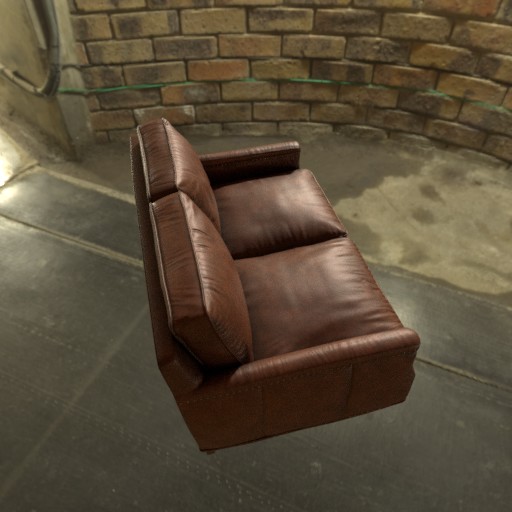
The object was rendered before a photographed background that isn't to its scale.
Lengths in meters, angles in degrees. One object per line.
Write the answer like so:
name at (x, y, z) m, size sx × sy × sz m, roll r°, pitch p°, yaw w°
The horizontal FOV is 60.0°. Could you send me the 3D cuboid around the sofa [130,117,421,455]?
sofa at (0.000, 0.000, 2.300) m, size 1.083 × 1.003 × 1.628 m, roll -11°, pitch 47°, yaw -10°
